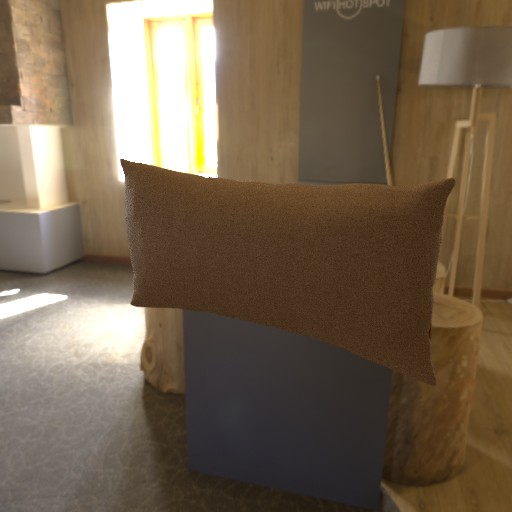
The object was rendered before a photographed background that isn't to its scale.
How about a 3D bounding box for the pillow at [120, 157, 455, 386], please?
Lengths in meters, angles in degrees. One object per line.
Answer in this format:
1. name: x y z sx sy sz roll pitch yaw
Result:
1. pillow: 0.000 0.000 0.755 0.612 0.308 0.148 9 19 29
